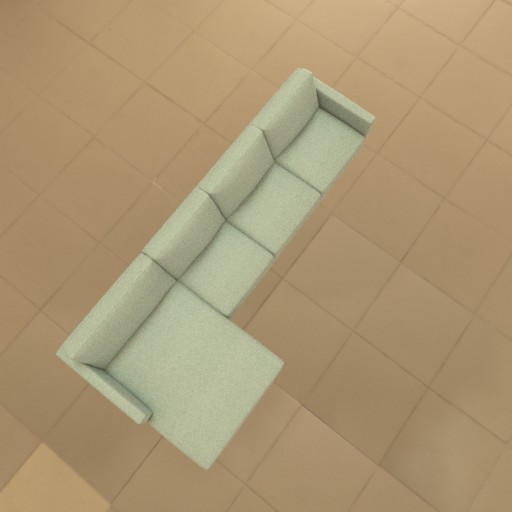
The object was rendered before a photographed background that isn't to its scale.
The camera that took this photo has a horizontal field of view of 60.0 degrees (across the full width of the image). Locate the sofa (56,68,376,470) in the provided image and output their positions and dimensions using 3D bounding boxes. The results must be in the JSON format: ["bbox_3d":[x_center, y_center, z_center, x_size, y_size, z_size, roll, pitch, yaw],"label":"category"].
[{"bbox_3d":[0.000,0.000,4.139,1.600,0.953,3.470,36,78,9],"label":"sofa"}]
